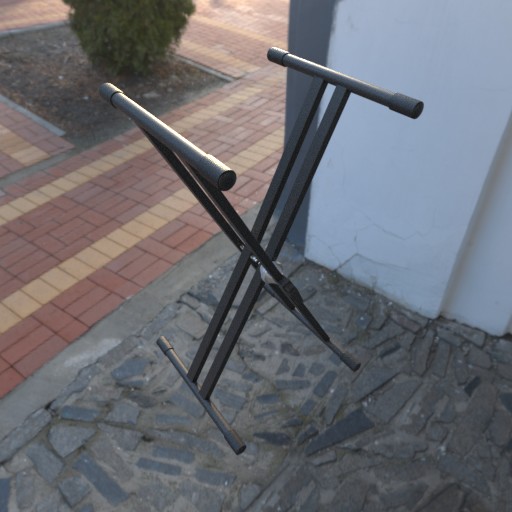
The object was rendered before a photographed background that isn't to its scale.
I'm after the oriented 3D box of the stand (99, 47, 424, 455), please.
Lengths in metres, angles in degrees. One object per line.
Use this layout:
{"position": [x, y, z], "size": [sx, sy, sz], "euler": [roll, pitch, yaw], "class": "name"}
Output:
{"position": [0.000, 0.000, 1.219], "size": [0.503, 0.900, 0.495], "euler": [-26, 46, -27], "class": "stand"}
